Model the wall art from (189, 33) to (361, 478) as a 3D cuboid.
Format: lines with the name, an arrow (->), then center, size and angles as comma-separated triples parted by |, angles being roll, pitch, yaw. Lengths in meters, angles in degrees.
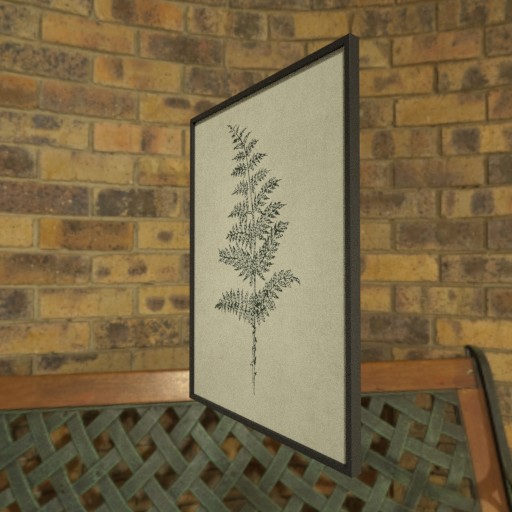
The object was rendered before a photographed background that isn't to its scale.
wall art -> 0.000, 0.000, 1.395 | 0.036, 1.070, 0.802 | 1, -1, -37
